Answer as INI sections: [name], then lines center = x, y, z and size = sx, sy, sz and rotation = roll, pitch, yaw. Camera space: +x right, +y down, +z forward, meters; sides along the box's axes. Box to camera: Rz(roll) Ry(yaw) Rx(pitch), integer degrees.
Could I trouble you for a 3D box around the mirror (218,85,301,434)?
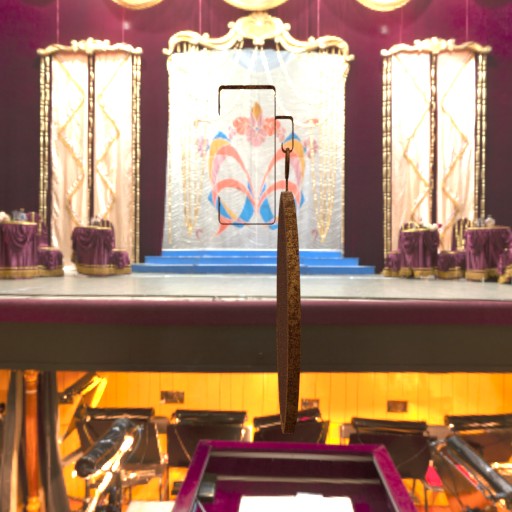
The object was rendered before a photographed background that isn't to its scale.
[mirror]
center = 0.000, 0.000, 0.854
size = 0.144, 0.651, 0.447
rotation = 0, 0, 1
